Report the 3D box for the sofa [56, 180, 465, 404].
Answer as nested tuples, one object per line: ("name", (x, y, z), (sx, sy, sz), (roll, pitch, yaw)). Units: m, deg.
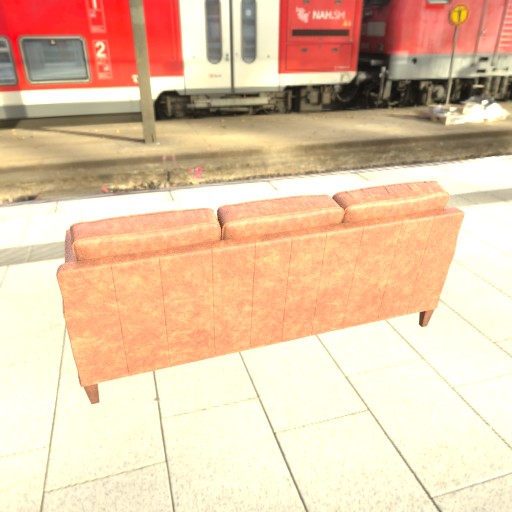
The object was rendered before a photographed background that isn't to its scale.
("sofa", (0.000, 0.000, 2.797), (2.246, 1.003, 1.084), (-9, 28, -17))
